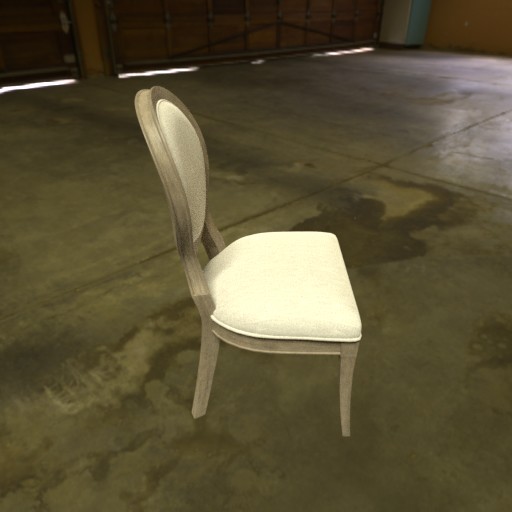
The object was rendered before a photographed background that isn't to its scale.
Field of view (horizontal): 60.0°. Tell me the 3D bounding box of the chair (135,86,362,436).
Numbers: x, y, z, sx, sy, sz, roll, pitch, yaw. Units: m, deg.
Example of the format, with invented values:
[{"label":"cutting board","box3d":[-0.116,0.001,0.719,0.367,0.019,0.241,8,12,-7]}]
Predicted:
[{"label":"chair","box3d":[0.000,0.000,1.375,0.602,0.990,0.558,1,30,1]}]
